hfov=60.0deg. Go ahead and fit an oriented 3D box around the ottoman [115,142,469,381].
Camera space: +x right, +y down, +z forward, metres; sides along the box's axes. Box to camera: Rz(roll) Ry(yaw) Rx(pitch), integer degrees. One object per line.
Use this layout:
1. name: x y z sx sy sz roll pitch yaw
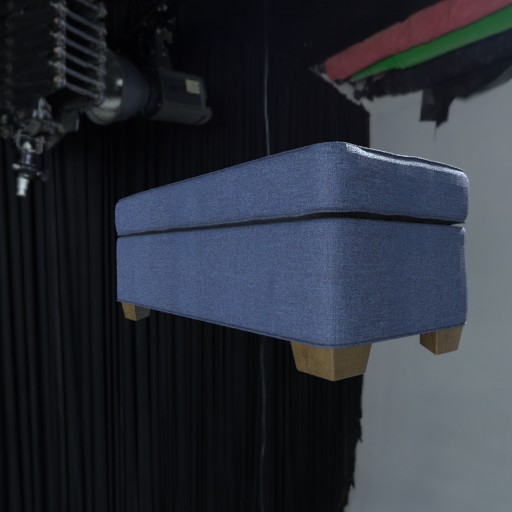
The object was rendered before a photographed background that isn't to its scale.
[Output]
1. ottoman: 0.000 0.000 1.360 0.515 0.460 1.110 0 0 -37
